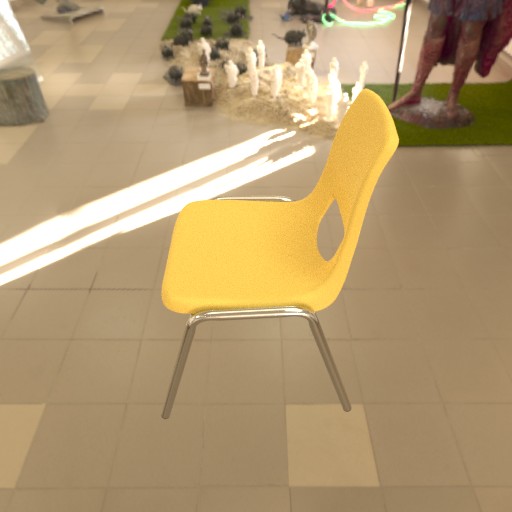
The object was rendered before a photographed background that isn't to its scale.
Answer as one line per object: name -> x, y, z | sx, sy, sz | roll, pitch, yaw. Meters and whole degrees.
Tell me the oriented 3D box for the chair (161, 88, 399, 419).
chair -> 0.000, 0.000, 0.936 | 0.436, 0.653, 0.381 | 0, 41, -1
